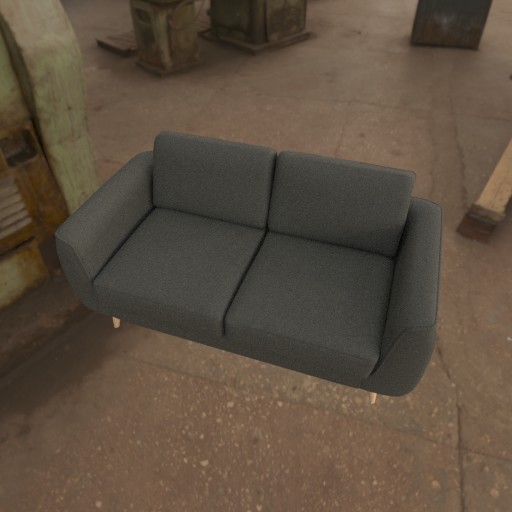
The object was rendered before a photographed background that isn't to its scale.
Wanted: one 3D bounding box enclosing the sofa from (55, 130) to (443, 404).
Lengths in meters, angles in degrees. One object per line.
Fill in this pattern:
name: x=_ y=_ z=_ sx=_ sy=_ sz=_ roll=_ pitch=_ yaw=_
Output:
sofa: x=0.000 y=0.000 z=2.218 sx=1.700 sy=0.850 sz=0.920 roll=13 pitch=44 yaw=14
